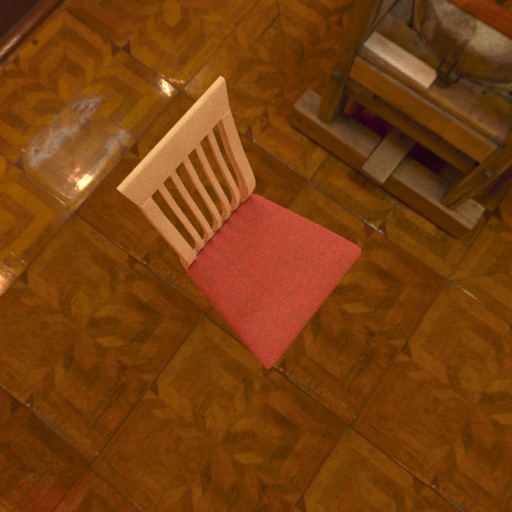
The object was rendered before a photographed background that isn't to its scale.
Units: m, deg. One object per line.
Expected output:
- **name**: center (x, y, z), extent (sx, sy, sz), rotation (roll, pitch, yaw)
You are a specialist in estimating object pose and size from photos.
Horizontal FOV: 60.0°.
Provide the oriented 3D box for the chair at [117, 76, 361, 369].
- **chair**: center (0.000, 0.000, 1.287), extent (0.474, 1.027, 0.460), rotation (39, 81, 7)
